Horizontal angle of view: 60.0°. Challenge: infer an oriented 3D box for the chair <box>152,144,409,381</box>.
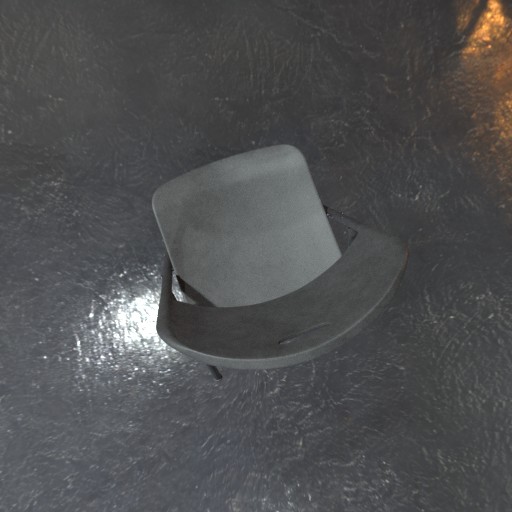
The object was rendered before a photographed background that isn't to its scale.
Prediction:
[{"bbox_3d":[0.000,0.000,1.173,0.494,0.810,0.566,-20,78,-5],"label":"chair"}]
